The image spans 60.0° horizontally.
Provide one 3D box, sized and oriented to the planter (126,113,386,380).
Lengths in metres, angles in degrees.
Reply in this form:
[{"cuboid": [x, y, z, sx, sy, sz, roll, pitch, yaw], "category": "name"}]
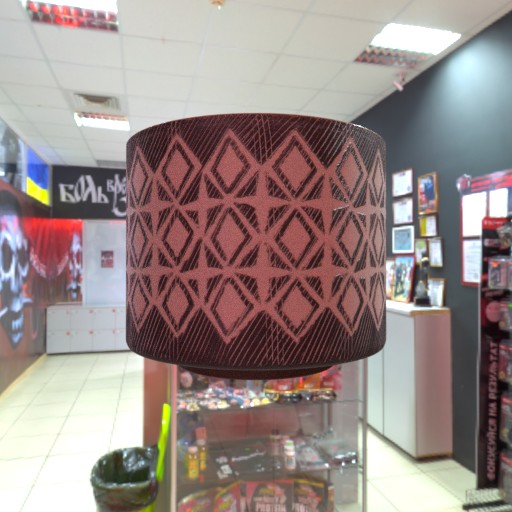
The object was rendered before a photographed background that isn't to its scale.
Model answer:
[{"cuboid": [0.000, 0.000, 0.225, 0.126, 0.104, 0.126, 0, 0, 0], "category": "planter"}]
